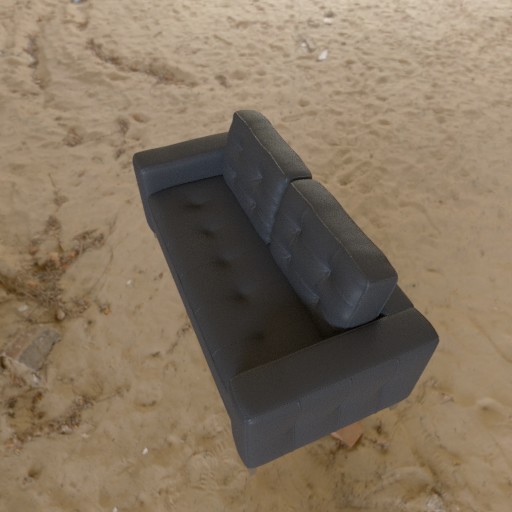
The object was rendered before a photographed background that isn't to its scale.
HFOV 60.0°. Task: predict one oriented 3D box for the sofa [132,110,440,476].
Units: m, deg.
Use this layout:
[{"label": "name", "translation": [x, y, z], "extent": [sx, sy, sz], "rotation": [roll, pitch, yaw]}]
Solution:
[{"label": "sofa", "translation": [0.000, 0.000, 2.236], "extent": [0.833, 0.893, 1.726], "rotation": [-18, 50, -16]}]
